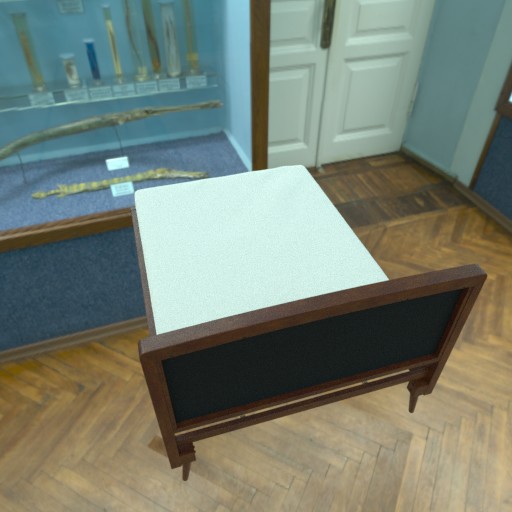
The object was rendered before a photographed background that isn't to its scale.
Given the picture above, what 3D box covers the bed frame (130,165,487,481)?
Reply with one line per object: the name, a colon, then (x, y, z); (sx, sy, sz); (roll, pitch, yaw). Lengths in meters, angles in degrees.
bed frame: (0.000, 0.000, 3.045); (1.587, 1.279, 2.171); (-11, 43, -12)
